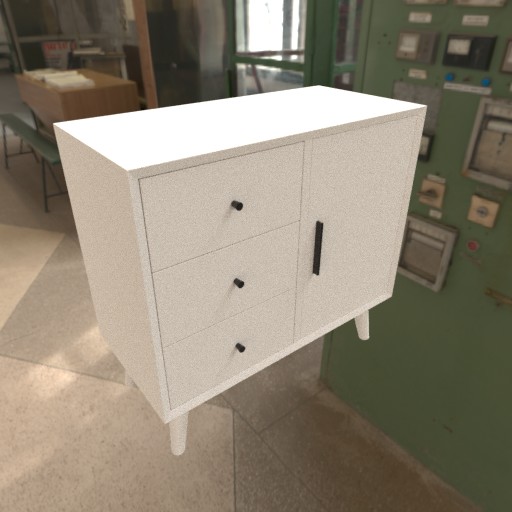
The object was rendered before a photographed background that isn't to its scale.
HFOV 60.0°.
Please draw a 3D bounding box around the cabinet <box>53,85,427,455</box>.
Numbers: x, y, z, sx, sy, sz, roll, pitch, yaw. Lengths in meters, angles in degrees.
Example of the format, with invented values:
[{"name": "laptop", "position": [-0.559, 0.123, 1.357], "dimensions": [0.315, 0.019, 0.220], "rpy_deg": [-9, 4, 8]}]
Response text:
[{"name": "cabinet", "position": [0.000, 0.000, 1.221], "dimensions": [0.800, 0.761, 0.398], "rpy_deg": [-21, 36, -32]}]
